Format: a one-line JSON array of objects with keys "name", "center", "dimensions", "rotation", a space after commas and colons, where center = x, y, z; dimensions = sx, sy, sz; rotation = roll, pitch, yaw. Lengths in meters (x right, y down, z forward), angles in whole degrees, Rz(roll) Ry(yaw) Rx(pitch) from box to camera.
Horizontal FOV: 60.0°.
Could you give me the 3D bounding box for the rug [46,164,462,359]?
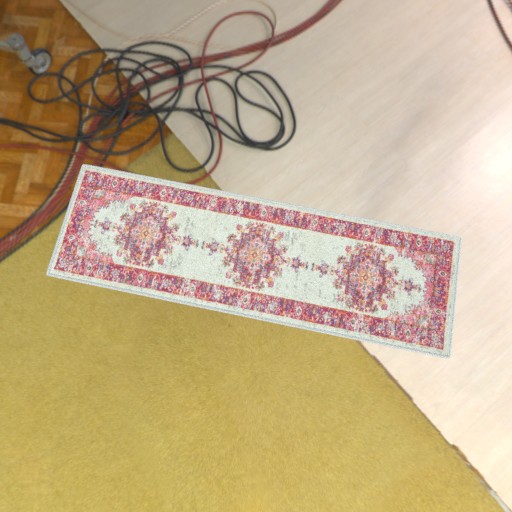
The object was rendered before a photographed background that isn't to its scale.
[{"name": "rug", "center": [0.000, 0.000, 2.021], "dimensions": [1.824, 0.009, 0.562], "rotation": [11, 76, 3]}]
